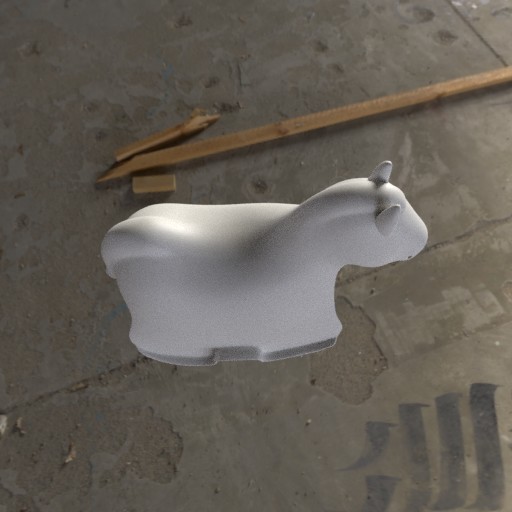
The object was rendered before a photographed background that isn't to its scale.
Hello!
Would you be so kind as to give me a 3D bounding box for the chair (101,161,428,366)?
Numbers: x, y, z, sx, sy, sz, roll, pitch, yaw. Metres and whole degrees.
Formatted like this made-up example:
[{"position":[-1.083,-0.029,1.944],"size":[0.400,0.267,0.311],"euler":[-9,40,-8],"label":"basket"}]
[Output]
[{"position":[0.000,0.000,1.131],"size":[0.800,0.612,0.429],"euler":[-2,64,-1],"label":"chair"}]
